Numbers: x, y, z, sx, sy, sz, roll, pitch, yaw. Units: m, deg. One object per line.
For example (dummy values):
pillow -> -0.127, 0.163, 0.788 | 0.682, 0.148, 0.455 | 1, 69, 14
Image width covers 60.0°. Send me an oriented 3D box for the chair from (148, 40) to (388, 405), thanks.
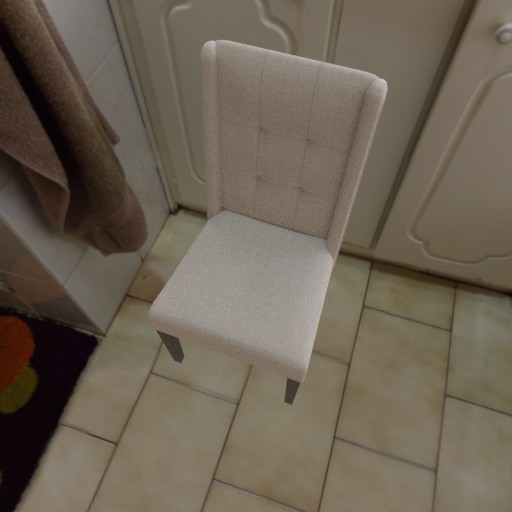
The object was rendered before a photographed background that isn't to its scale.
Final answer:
chair -> 0.000, 0.000, 1.282 | 0.474, 0.961, 0.523 | 18, 60, 10
